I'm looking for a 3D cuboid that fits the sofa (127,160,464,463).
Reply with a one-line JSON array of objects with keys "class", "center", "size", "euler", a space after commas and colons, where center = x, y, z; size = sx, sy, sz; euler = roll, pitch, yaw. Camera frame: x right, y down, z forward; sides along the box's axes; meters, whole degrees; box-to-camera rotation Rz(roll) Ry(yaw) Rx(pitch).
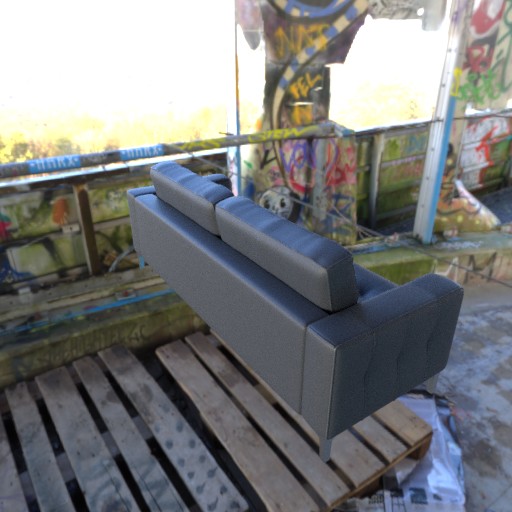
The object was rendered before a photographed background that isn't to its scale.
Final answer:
[{"class": "sofa", "center": [0.000, 0.000, 2.733], "size": [0.833, 0.893, 2.275], "euler": [-17, 31, -30]}]
